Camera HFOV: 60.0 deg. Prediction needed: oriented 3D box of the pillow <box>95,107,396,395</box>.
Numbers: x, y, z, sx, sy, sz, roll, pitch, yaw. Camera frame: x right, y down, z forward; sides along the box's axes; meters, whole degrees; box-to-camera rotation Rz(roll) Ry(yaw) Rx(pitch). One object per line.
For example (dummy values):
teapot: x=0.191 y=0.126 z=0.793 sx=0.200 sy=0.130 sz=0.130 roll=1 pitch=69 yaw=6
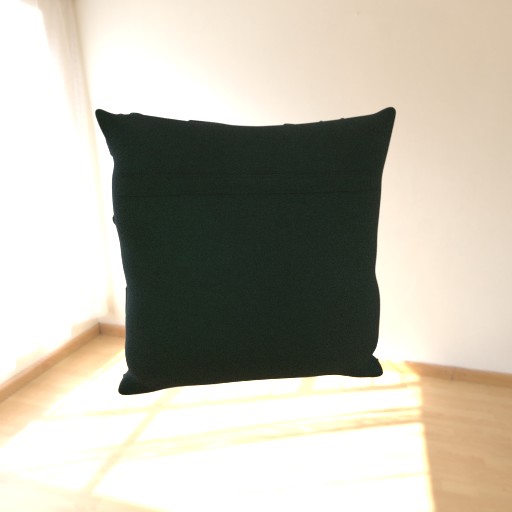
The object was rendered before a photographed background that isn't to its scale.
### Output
pillow: x=0.000 y=0.000 z=0.682 sx=0.439 sy=0.440 sz=0.184 roll=-2 pitch=15 yaw=-9
